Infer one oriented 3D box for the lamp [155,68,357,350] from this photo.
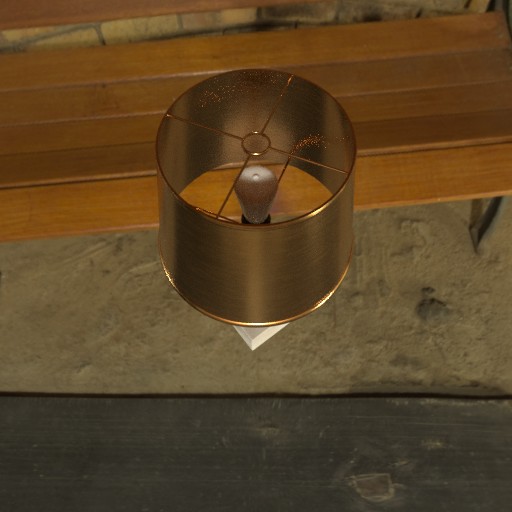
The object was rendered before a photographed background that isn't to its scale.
[{"bbox_3d":[0.000,0.000,0.524,0.208,0.406,0.208,0,64,0],"label":"lamp"}]
